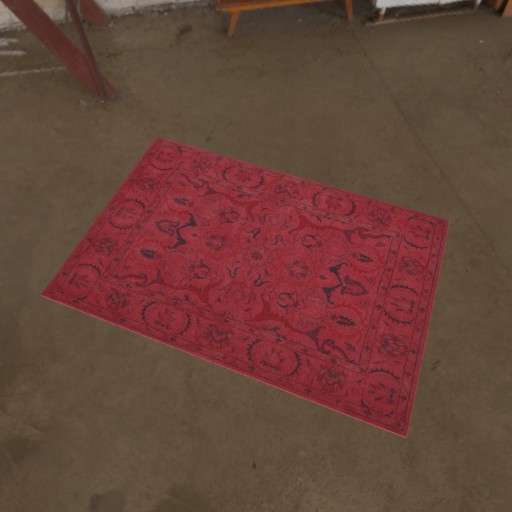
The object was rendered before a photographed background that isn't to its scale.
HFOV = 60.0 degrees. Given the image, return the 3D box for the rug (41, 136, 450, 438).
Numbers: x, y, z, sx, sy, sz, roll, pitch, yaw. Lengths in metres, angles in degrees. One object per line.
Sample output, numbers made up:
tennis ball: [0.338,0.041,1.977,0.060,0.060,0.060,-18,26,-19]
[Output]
rug: [0.000,0.000,2.314,1.814,0.008,1.209,18,59,11]
